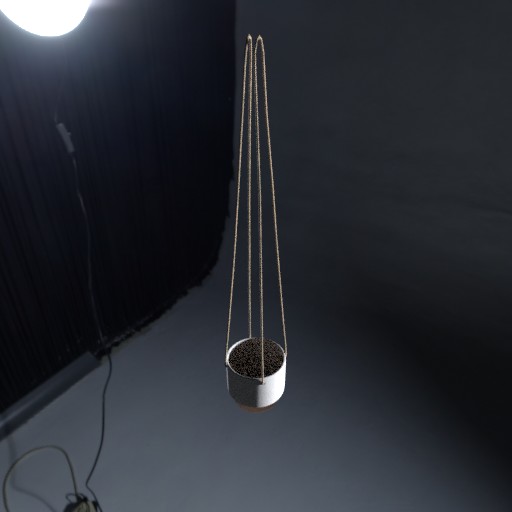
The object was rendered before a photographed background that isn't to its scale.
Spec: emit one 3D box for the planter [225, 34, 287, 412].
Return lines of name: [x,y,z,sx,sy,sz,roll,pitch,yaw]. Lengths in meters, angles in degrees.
planter: [0.000,0.000,0.938,0.146,0.841,0.146,18,36,28]
